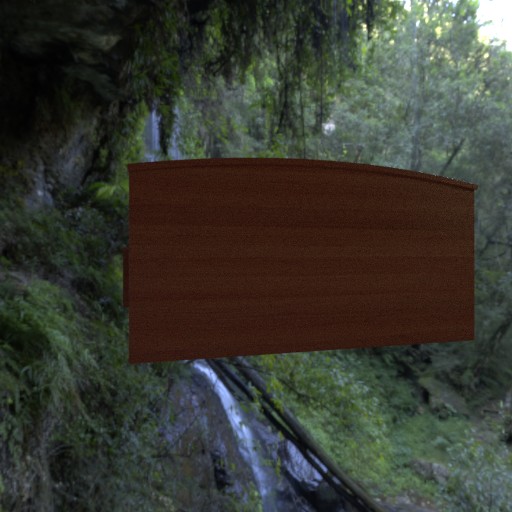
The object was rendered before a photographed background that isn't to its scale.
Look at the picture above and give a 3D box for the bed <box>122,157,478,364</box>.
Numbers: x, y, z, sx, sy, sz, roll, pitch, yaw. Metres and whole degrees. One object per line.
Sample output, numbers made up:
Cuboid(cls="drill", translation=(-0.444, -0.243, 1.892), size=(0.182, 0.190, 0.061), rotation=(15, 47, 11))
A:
Cuboid(cls="bed", translation=(0.000, 0.000, 2.945), size=(1.683, 0.848, 2.053), rotation=(0, 0, -17))
